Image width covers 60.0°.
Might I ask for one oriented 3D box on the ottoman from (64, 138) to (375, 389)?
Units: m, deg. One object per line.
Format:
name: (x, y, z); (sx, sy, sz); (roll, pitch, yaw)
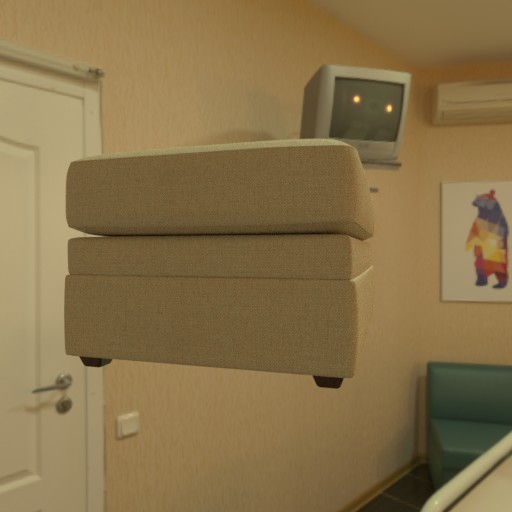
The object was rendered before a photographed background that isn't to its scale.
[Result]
ottoman: (0.000, 0.000, 1.261); (0.637, 0.478, 0.885); (0, 1, 17)
